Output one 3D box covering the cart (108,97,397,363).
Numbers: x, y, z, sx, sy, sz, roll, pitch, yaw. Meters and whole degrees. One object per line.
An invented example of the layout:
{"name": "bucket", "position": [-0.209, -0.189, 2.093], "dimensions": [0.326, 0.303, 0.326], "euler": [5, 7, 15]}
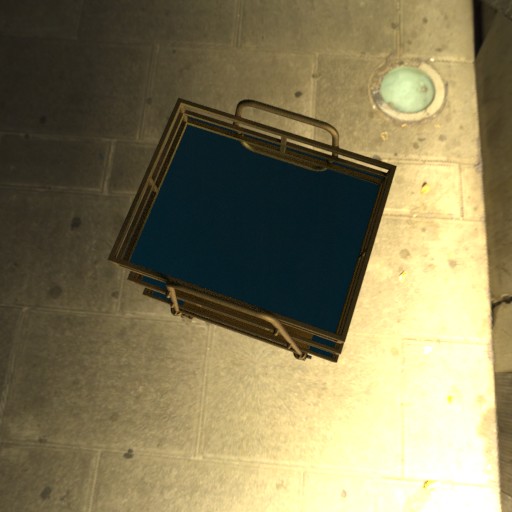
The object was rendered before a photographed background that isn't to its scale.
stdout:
{"name": "cart", "position": [0.000, 0.000, 1.265], "dimensions": [0.711, 0.883, 0.441], "euler": [19, 77, 4]}
